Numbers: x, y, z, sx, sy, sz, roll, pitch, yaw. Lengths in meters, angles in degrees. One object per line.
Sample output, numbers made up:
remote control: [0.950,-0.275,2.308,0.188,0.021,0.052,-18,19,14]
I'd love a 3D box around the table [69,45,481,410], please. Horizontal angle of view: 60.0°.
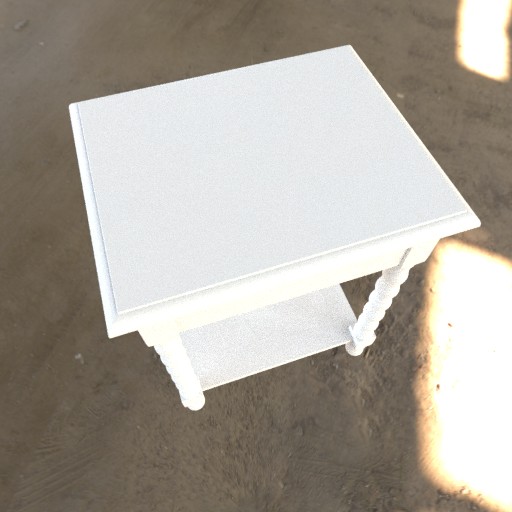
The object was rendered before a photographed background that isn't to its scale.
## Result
table: [0.000,0.000,0.817,0.460,0.531,0.381,-16,60,-10]
